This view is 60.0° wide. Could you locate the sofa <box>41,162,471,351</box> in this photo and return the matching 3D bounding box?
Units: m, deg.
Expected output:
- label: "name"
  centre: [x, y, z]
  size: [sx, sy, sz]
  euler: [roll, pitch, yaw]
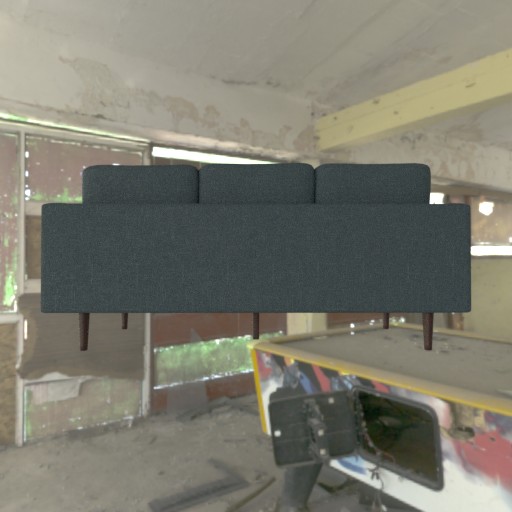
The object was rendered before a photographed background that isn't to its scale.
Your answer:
- label: "sofa"
  centre: [0.000, 0.000, 2.535]
  size: [2.013, 0.945, 0.935]
  euler: [0, -1, 0]
